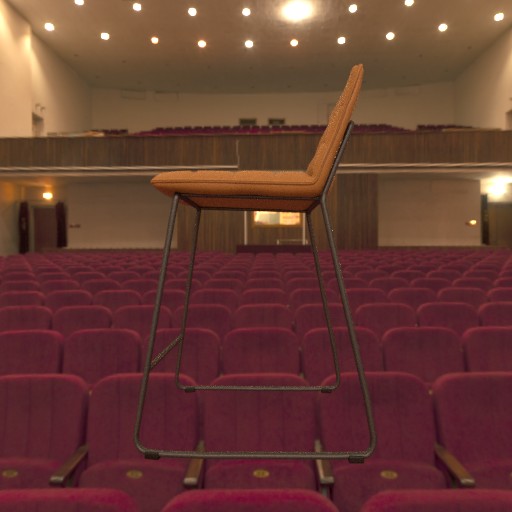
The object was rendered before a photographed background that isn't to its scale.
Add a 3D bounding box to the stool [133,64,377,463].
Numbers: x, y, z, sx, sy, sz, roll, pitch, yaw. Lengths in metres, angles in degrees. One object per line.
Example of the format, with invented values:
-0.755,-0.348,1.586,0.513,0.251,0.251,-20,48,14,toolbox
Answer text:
0.000,0.000,1.173,0.524,0.866,0.489,0,0,1,stool
